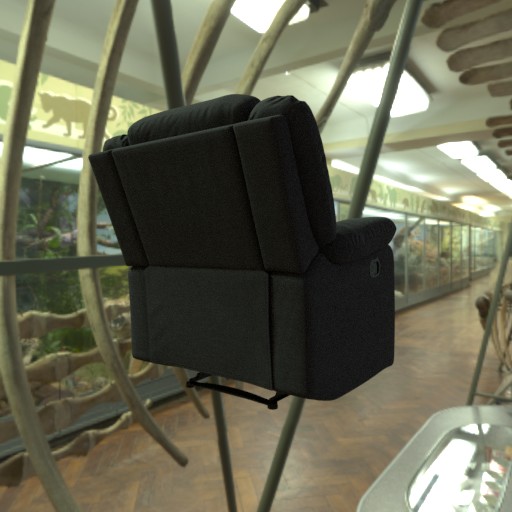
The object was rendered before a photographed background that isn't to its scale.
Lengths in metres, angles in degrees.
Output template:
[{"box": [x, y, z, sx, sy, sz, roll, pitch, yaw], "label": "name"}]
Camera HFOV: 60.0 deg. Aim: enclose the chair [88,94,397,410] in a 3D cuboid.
[{"box": [0.000, 0.000, 1.720, 0.899, 1.008, 0.944, 1, 2, 36], "label": "chair"}]
